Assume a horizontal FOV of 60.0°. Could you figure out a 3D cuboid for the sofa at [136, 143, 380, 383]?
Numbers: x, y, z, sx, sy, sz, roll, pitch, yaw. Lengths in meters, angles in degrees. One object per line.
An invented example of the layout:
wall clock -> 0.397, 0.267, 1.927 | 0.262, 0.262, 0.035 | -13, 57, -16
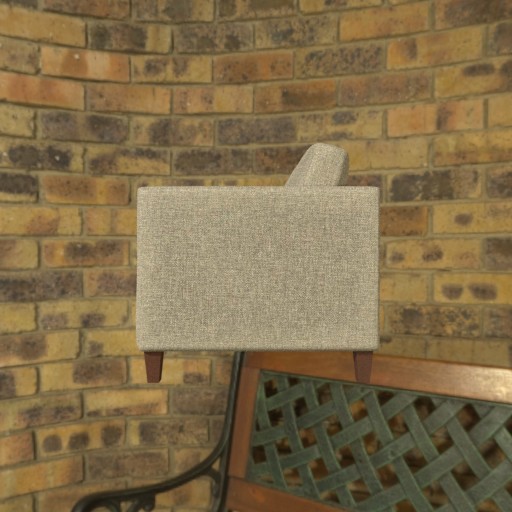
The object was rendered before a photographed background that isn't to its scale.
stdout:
sofa -> 0.000, 0.000, 2.857 | 0.948, 0.951, 2.434 | 0, 1, 0
